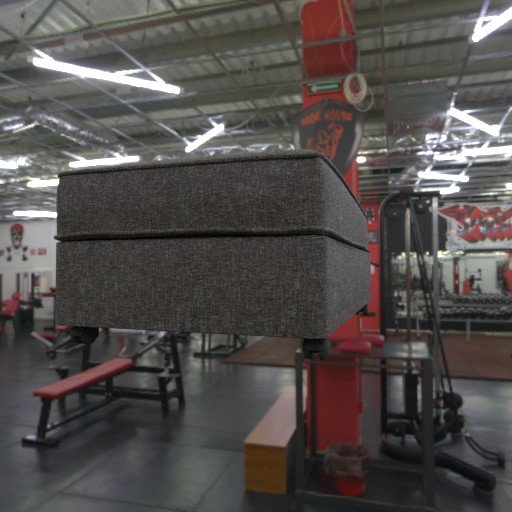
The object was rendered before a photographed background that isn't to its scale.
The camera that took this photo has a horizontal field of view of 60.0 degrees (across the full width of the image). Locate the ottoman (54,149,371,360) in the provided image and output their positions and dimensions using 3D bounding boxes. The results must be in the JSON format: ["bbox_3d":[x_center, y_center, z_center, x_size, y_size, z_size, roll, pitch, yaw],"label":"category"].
[{"bbox_3d":[0.000,0.000,1.557,0.717,0.487,1.184,-1,-2,19],"label":"ottoman"}]
